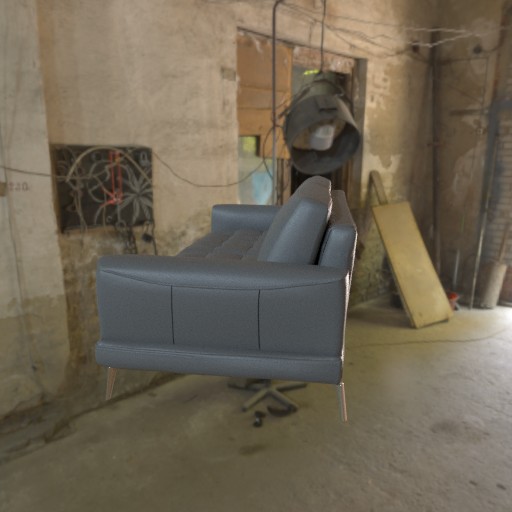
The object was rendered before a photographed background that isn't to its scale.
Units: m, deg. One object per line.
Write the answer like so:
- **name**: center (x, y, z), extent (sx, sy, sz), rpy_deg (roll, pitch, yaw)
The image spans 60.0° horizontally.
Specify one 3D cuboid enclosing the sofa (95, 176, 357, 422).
- **sofa**: center (0.000, 0.000, 2.796), extent (1.121, 0.930, 2.177), rpy_deg (2, 13, 9)
